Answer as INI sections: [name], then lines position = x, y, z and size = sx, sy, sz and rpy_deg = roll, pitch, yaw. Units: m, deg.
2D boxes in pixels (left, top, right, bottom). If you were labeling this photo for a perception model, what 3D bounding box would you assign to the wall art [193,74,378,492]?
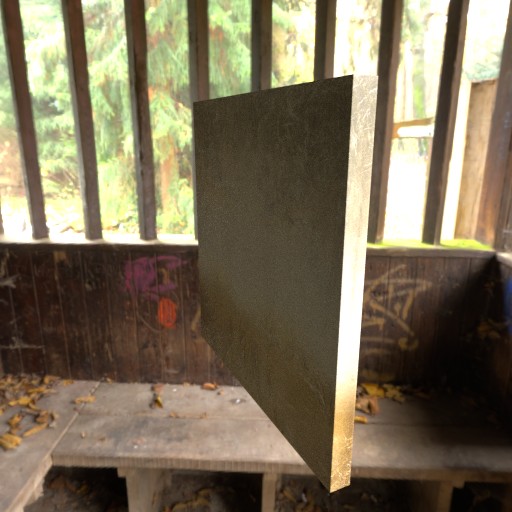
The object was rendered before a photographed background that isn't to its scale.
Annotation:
[wall art]
position = 0.000, 0.000, 0.882
size = 0.038, 0.610, 0.610
rpy_deg = -8, 17, -25
